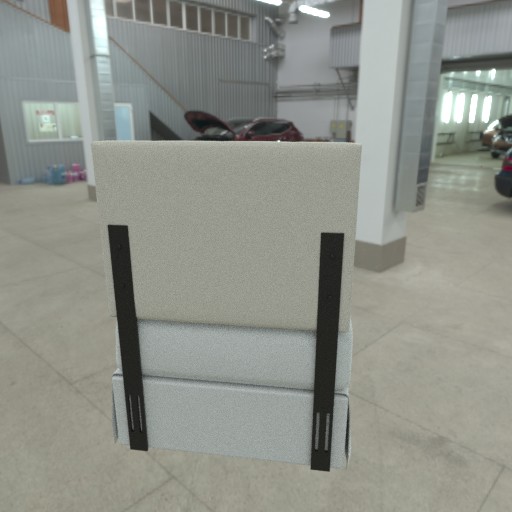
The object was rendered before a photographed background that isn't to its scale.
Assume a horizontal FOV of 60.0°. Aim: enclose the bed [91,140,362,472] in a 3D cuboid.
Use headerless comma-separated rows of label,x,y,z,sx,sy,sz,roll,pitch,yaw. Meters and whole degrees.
bed,0.000,0.000,2.952,1.261,1.571,1.997,3,17,8
